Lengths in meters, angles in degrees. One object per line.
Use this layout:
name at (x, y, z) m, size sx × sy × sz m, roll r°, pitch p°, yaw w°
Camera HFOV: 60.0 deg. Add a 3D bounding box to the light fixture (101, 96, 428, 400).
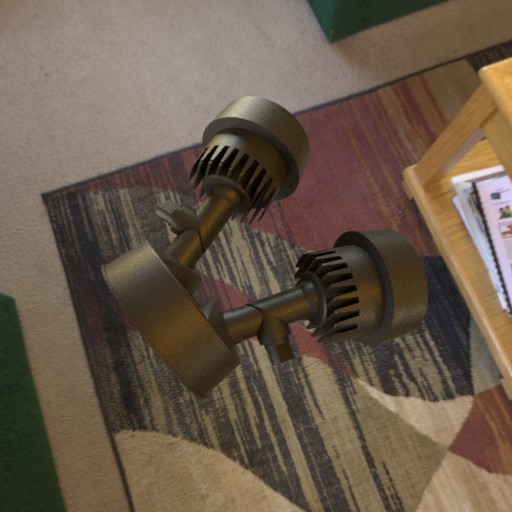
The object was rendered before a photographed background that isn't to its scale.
light fixture at (0.000, 0.000, 0.307) m, size 0.168 × 0.120 × 0.213 m, roll -37°, pitch 79°, yaw -9°
